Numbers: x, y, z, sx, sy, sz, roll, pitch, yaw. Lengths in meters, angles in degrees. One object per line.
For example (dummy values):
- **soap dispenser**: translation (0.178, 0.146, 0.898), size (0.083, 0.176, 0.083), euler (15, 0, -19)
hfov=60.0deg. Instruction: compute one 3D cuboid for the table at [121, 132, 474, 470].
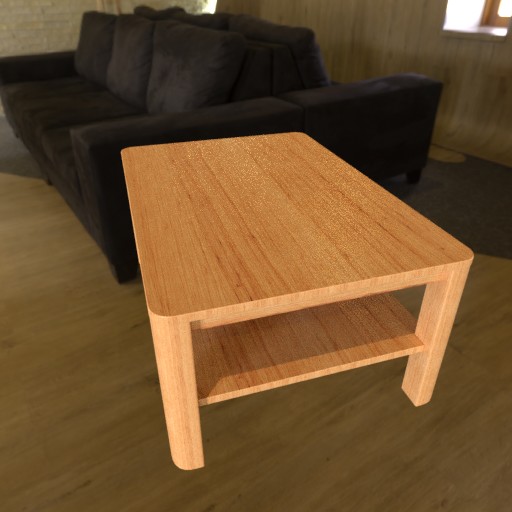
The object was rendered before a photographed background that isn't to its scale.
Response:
- **table**: translation (0.000, 0.000, 1.372), size (0.696, 0.445, 0.997), euler (-9, 33, -15)
